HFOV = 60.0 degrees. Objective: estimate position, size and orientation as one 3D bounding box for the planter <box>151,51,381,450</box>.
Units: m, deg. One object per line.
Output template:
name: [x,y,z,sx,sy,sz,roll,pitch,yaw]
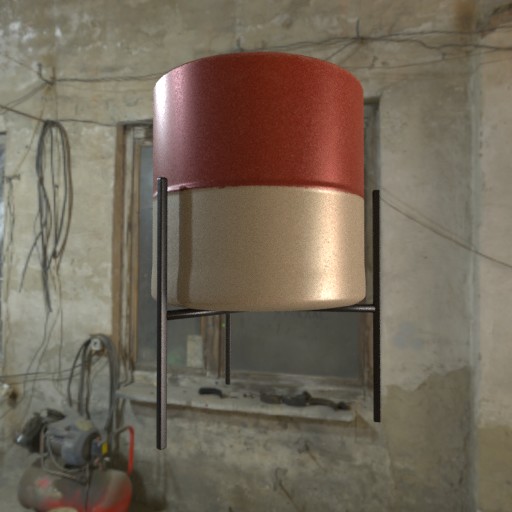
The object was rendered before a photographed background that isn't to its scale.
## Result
planter: [0.000,0.000,0.507,0.235,0.354,0.251,0,-1,-18]
